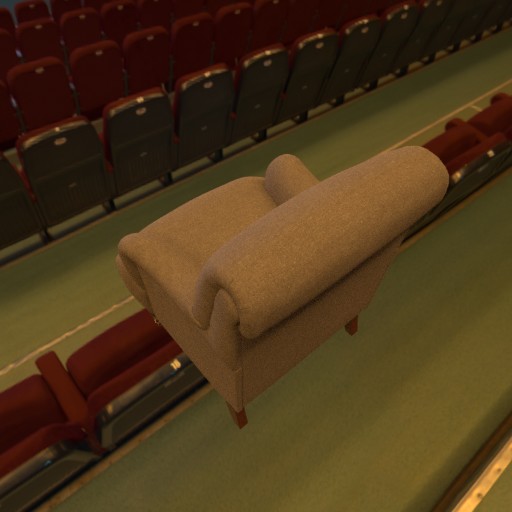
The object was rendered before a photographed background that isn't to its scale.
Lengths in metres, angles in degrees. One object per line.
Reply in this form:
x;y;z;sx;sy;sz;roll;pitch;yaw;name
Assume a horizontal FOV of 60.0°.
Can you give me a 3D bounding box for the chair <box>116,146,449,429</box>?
0.000;0.000;1.567;0.766;0.942;0.843;-32;56;-26;chair
